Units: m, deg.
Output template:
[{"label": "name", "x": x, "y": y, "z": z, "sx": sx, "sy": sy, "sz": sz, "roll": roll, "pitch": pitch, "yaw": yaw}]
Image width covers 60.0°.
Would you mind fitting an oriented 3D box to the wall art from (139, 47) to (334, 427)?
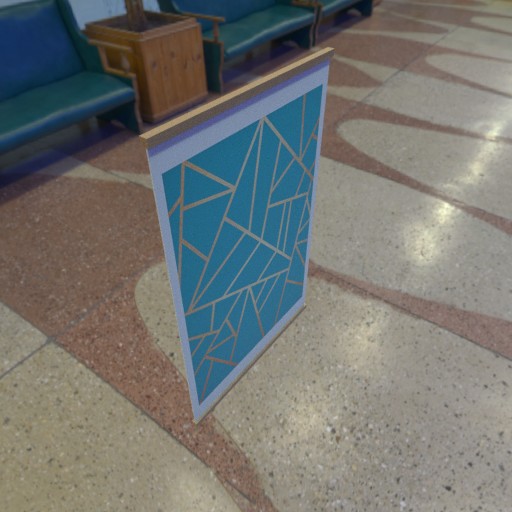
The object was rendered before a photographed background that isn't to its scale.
[{"label": "wall art", "x": 0.000, "y": 0.000, "z": 1.972, "sx": 0.030, "sy": 1.519, "sz": 0.990, "roll": 27, "pitch": 48, "yaw": 27}]
